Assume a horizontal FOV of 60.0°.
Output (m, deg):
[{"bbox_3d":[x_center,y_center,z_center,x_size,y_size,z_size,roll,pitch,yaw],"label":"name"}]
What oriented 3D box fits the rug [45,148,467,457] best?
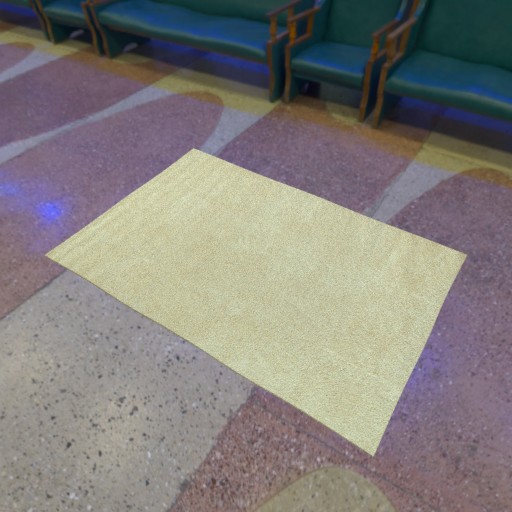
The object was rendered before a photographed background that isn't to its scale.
[{"bbox_3d":[0.000,0.000,3.407,2.699,0.025,1.800,25,51,23],"label":"rug"}]
